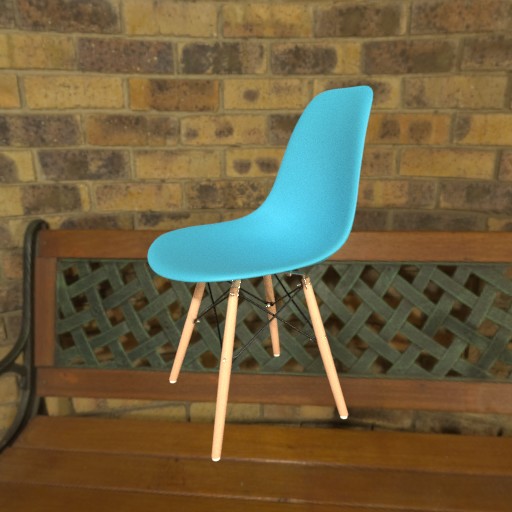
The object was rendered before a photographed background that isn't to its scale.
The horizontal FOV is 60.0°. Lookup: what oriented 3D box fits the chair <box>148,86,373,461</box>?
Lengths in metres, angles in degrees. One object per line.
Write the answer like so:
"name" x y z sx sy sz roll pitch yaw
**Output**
"chair" 0.000 0.000 1.133 0.531 0.826 0.470 -8 18 -25
